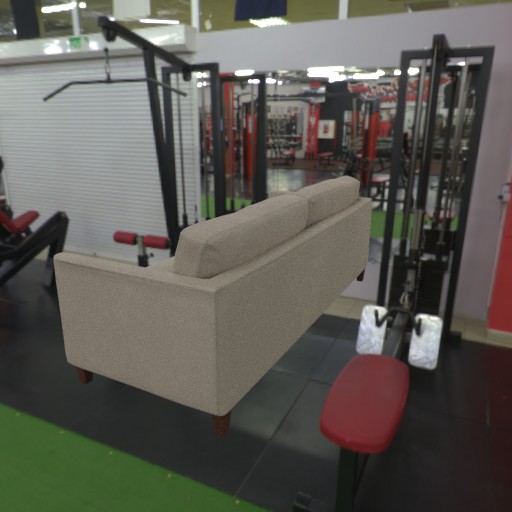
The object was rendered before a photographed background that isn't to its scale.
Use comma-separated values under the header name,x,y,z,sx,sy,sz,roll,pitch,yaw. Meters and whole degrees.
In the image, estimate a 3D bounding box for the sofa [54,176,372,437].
name,x,y,z,sx,sy,sz,roll,pitch,yaw
sofa,0.000,0.000,2.970,0.988,0.912,2.404,9,19,27
